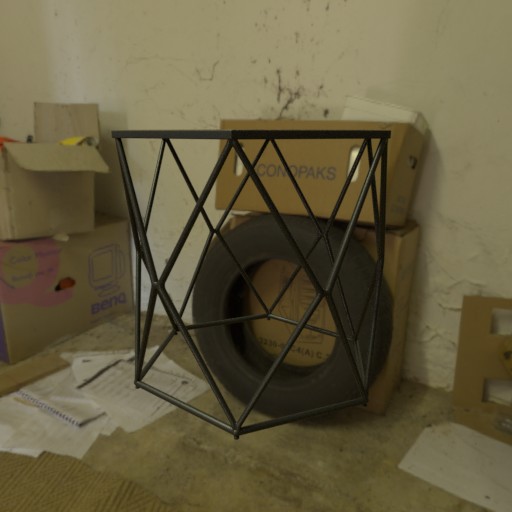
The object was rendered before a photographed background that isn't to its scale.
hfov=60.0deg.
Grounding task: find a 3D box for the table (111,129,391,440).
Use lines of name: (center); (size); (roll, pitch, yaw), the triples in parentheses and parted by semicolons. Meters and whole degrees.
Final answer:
table: (0.000, 0.000, 1.032); (0.579, 0.564, 0.578); (2, 16, 8)
